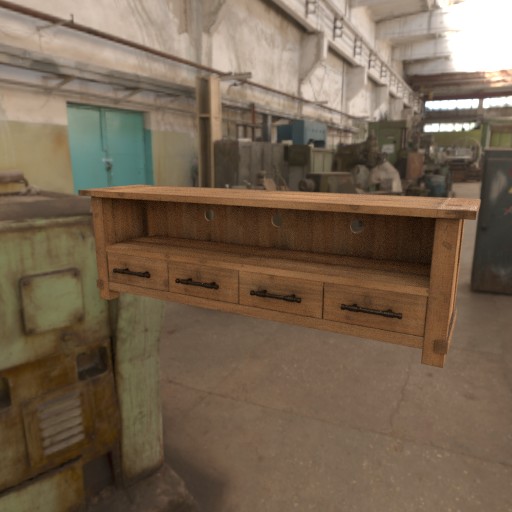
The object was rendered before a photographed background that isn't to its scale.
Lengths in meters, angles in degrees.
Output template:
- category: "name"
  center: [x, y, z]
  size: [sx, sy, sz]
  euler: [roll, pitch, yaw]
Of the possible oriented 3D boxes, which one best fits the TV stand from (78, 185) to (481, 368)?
- category: "TV stand"
  center: [0.000, 0.000, 2.060]
  size: [1.804, 0.573, 0.453]
  euler: [7, 15, 27]
